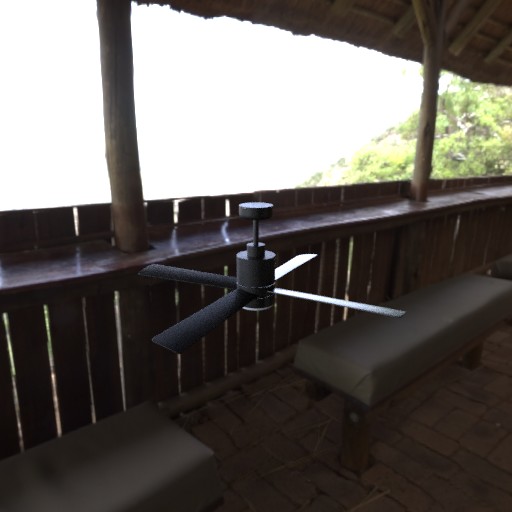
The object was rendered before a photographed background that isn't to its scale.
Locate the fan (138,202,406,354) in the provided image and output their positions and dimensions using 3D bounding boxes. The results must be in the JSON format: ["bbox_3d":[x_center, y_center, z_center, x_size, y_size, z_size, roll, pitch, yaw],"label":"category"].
[{"bbox_3d":[0.000,0.000,2.311,1.525,0.534,1.525,8,17,27],"label":"fan"}]
